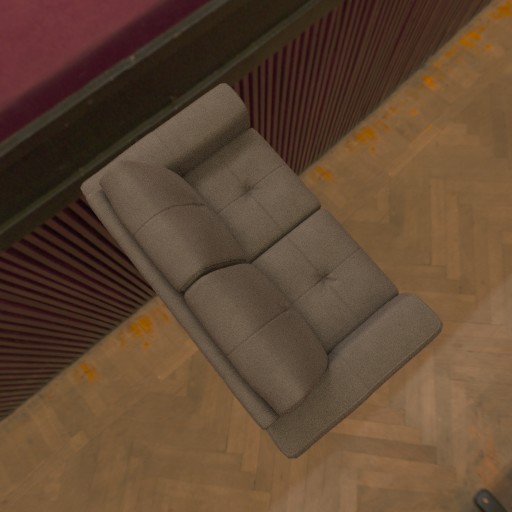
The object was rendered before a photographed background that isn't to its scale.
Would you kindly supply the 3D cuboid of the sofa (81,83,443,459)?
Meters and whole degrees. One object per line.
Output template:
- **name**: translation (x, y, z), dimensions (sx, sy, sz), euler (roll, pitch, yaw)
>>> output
- **sofa**: translation (0.000, 0.000, 2.353), dimensions (1.018, 0.907, 1.806), euler (-38, 79, -8)
